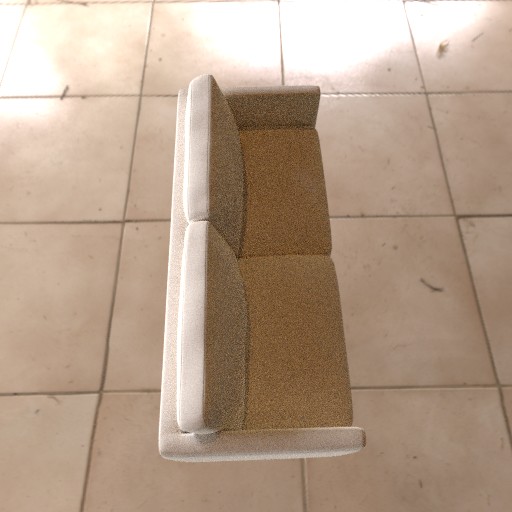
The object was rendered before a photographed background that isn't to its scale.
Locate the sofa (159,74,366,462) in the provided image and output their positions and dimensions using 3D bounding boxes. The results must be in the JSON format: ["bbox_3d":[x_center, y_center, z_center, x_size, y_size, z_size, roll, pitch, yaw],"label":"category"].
[{"bbox_3d":[0.000,0.000,2.569,0.924,0.933,2.139,-2,64,-1],"label":"sofa"}]
